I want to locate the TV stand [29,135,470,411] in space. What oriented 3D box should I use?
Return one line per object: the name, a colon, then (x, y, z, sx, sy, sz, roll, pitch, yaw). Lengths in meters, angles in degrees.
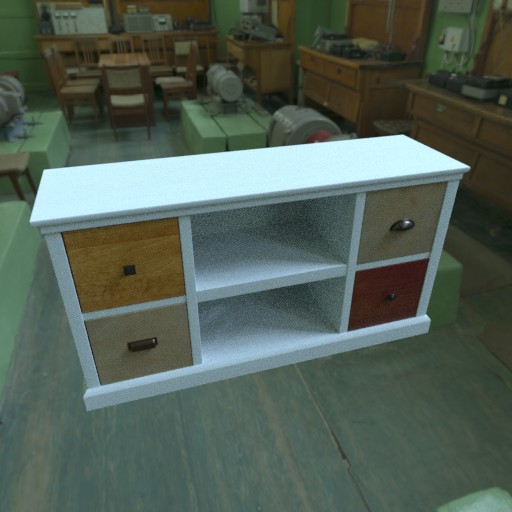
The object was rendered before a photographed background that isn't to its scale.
TV stand: (0.000, 0.000, 1.464, 1.187, 0.624, 0.424, -9, 32, -15)
